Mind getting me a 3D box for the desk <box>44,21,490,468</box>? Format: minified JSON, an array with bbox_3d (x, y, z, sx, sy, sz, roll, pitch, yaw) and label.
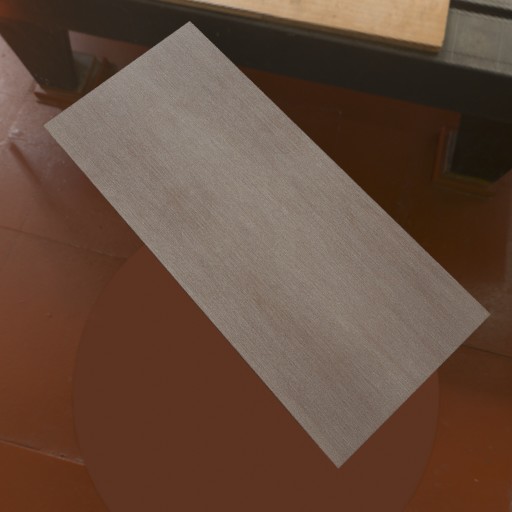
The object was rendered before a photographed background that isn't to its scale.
[{"bbox_3d":[0.000,0.000,1.379,0.470,0.762,1.016,-41,79,-10],"label":"desk"}]
